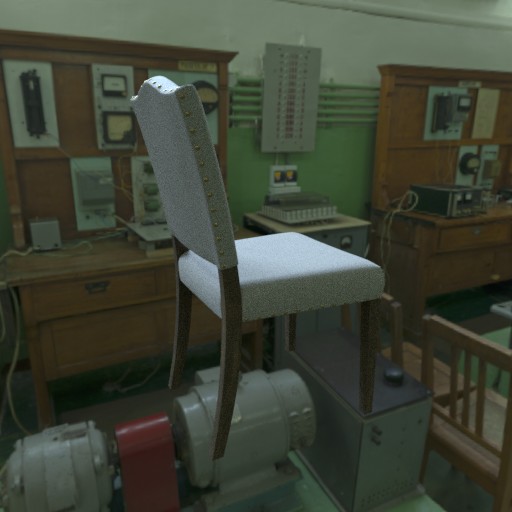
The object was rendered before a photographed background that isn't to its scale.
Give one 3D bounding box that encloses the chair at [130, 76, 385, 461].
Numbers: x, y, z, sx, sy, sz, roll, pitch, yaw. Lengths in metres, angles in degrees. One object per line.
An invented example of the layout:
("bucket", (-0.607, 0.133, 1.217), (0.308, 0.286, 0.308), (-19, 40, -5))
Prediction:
("chair", (0.000, 0.000, 1.381), (0.620, 1.020, 0.508), (-9, 19, -26))
